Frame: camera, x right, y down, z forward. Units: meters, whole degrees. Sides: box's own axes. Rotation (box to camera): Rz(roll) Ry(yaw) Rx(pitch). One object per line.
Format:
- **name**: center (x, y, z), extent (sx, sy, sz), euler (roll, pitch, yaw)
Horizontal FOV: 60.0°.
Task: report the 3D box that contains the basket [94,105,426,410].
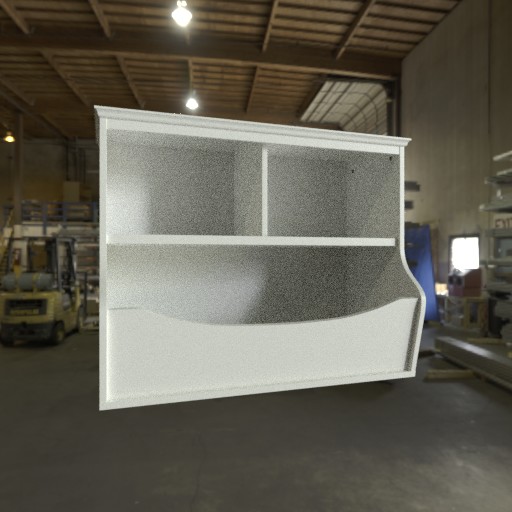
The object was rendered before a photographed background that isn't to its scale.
- **basket**: center (0.000, 0.000, 1.161), extent (0.792, 0.625, 0.376), euler (0, 0, -19)
